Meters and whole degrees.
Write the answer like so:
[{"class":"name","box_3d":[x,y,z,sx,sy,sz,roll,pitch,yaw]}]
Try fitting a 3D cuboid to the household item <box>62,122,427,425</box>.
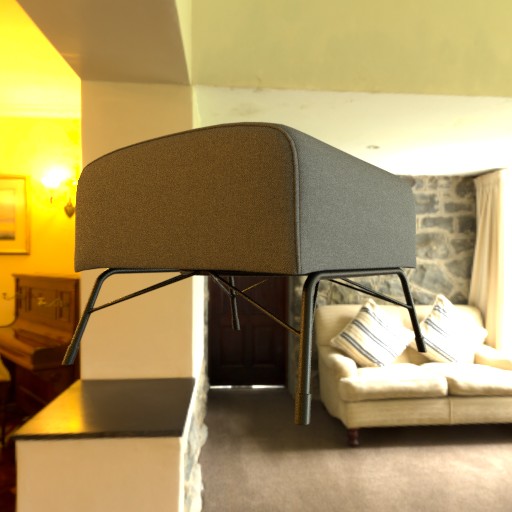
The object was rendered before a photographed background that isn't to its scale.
[{"class":"household item","box_3d":[0.000,0.000,0.896,0.530,0.410,0.530,0,-1,36]}]
